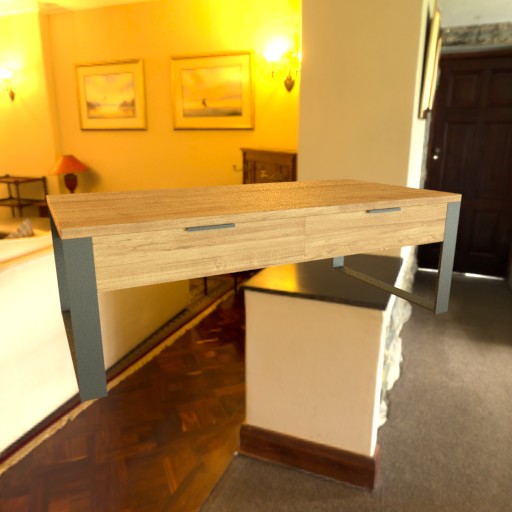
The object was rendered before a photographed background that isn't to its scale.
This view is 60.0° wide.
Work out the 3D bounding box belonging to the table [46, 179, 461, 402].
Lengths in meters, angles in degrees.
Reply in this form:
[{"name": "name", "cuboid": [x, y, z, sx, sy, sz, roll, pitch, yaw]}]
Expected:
[{"name": "table", "cuboid": [0.000, 0.000, 1.452, 1.180, 0.400, 0.590, -8, 17, -26]}]
